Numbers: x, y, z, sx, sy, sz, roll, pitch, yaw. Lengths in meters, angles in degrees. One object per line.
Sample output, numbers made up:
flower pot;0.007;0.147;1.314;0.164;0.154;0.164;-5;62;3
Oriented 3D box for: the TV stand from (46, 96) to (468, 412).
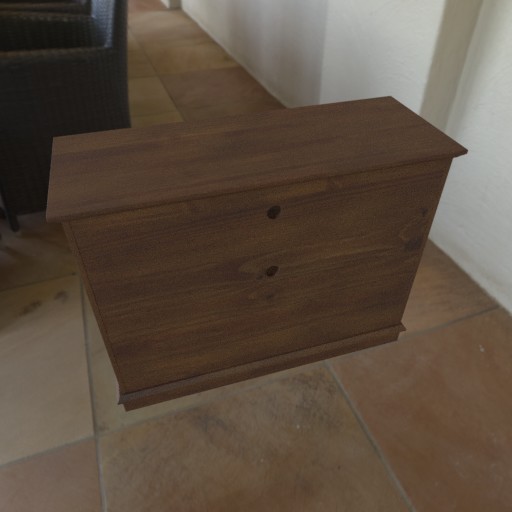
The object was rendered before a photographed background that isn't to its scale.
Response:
TV stand;0.000;0.000;1.481;1.067;0.813;0.406;-11;42;-13
